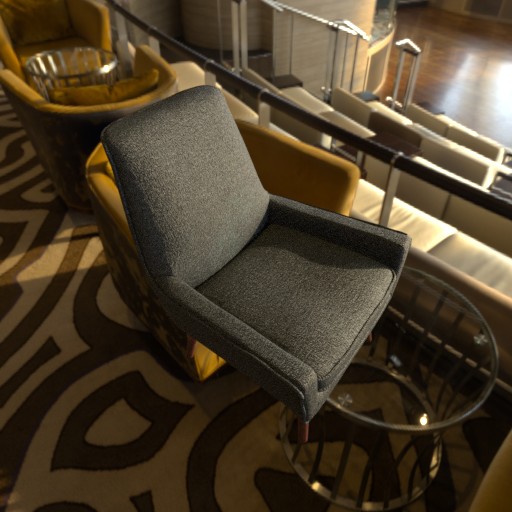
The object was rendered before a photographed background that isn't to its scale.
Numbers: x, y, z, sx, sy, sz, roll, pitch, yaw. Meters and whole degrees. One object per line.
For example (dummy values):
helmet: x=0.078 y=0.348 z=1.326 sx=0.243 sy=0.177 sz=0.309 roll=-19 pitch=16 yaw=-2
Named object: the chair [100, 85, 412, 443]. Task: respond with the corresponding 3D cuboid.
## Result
chair: x=0.000 y=0.000 z=1.516 sx=0.859 sy=0.883 sz=0.763 roll=25 pitch=47 yaw=26
